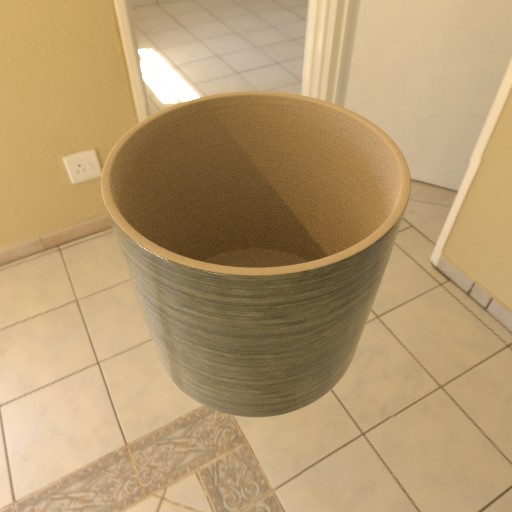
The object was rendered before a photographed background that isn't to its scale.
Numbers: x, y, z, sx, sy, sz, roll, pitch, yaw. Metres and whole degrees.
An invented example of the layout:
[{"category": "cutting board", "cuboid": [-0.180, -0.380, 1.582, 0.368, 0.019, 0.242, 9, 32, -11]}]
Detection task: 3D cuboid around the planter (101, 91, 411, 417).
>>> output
[{"category": "planter", "cuboid": [0.000, 0.000, 0.397, 0.221, 0.201, 0.221, 0, 46, 0]}]
